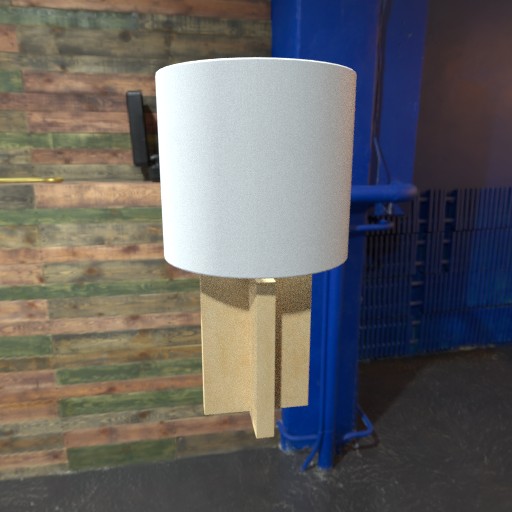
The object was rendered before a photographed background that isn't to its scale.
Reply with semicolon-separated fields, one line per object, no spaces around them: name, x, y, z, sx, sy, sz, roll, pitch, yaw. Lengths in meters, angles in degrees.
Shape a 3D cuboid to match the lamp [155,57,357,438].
lamp;0.000;0.000;0.565;0.229;0.428;0.229;-2;14;-9
